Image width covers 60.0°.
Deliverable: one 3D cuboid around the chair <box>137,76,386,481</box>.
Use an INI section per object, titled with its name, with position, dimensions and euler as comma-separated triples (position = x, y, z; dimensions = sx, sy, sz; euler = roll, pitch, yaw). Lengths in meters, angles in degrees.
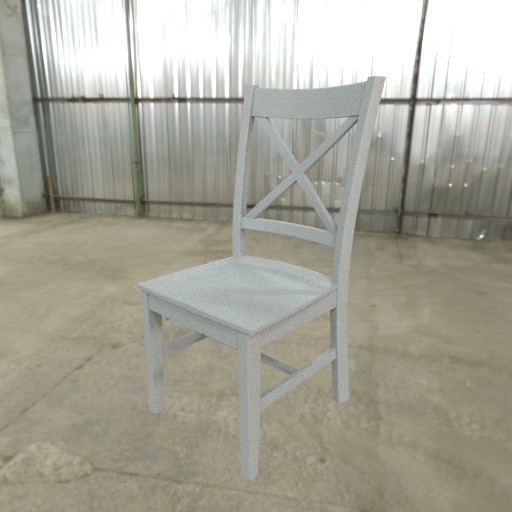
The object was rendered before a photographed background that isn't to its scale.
[chair]
position = 0.000, 0.000, 1.298
dimensions = 0.485, 0.983, 0.542
euler = 15, 22, 40
